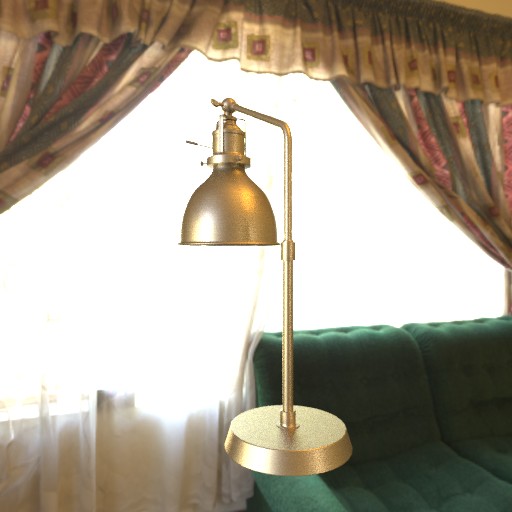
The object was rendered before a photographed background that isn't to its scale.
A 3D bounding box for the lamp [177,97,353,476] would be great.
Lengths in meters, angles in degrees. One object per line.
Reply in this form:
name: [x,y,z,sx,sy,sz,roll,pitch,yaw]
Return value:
lamp: [0.000,0.000,0.589,0.153,0.456,0.286,0,1,-36]
